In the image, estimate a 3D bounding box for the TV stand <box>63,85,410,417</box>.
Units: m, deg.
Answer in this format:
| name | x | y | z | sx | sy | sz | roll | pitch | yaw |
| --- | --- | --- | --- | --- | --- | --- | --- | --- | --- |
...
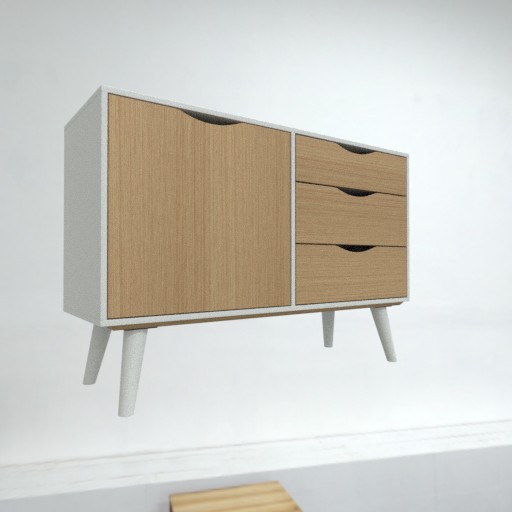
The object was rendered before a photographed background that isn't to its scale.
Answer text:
| name | x | y | z | sx | sy | sz | roll | pitch | yaw |
| --- | --- | --- | --- | --- | --- | --- | --- | --- | --- |
| TV stand | 0.000 | 0.000 | 1.569 | 1.193 | 0.812 | 0.406 | 0 | -1 | -35 |
